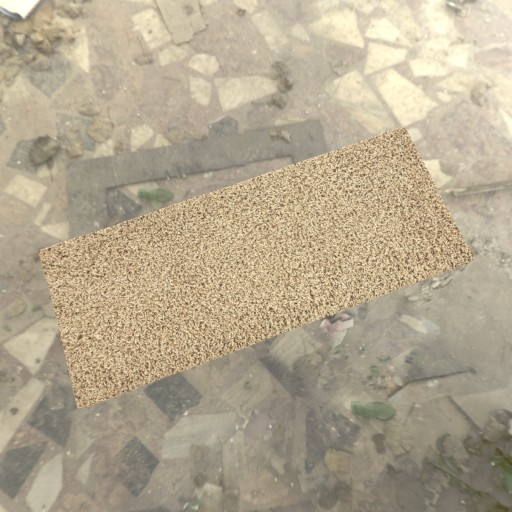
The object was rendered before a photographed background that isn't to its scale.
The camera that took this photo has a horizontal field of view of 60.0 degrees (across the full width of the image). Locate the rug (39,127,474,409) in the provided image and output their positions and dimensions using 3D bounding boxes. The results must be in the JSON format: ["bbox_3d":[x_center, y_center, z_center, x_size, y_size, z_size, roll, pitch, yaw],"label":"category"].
[{"bbox_3d":[0.000,0.000,1.669,1.524,0.030,0.609,-20,75,-5],"label":"rug"}]
